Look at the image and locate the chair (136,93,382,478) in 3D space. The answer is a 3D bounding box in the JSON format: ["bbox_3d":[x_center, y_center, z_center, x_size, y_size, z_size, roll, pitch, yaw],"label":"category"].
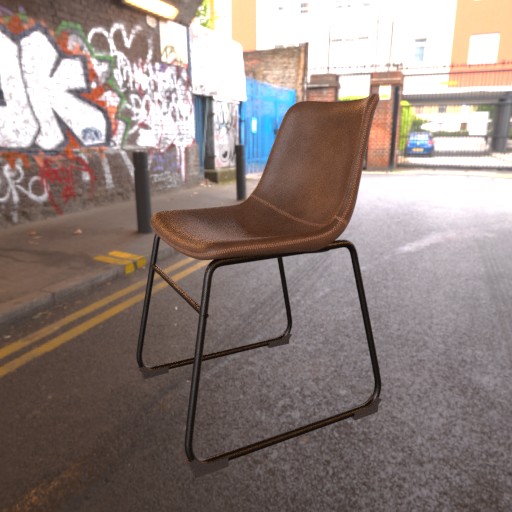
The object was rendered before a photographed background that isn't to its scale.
[{"bbox_3d":[0.000,0.000,1.129,0.551,0.780,0.460,-8,17,-26],"label":"chair"}]
